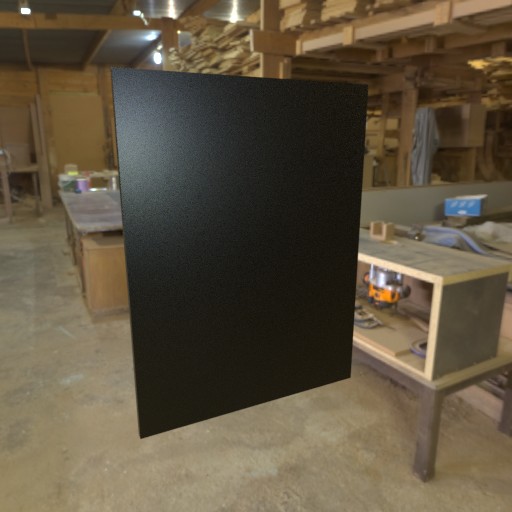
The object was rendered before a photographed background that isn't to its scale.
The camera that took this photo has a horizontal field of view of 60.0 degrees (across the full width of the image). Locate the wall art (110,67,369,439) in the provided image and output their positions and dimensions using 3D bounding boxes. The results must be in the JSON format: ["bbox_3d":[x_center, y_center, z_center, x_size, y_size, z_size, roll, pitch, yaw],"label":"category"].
[{"bbox_3d":[0.000,0.000,0.774,0.442,0.582,0.013,-7,16,-26],"label":"wall art"}]
